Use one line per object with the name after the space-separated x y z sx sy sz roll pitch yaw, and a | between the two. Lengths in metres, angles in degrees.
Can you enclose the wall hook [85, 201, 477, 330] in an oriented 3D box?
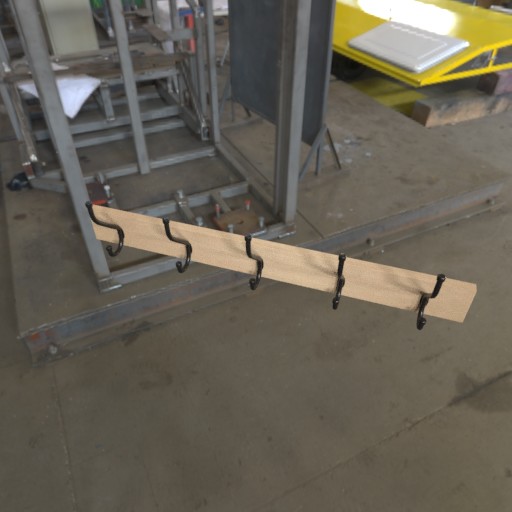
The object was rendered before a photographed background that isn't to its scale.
0.000 0.000 0.613 0.571 0.117 0.071 12 42 14 | wall hook
